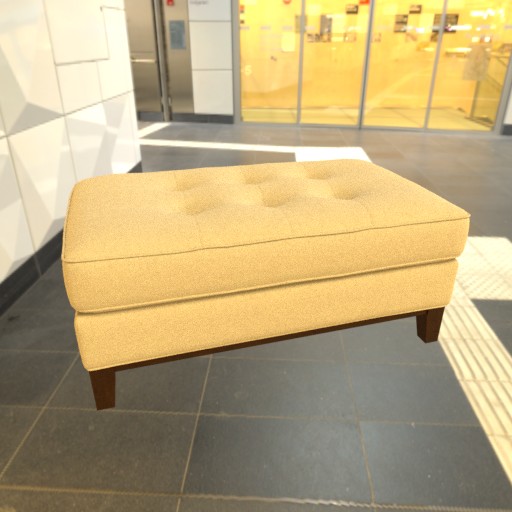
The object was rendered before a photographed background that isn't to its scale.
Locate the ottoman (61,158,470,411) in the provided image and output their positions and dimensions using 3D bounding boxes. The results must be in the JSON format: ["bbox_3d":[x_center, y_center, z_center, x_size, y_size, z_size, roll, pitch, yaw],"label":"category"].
[{"bbox_3d":[0.000,0.000,1.492,1.143,0.508,0.648,-7,27,-15],"label":"ottoman"}]
